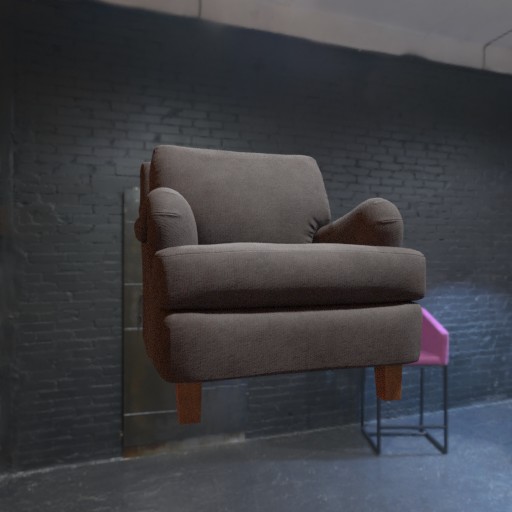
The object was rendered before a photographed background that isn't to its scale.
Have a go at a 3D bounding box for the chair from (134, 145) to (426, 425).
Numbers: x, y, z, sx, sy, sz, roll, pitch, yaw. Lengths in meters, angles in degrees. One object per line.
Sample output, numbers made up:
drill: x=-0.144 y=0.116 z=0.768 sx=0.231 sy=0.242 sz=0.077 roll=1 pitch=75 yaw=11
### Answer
chair: x=0.000 y=0.000 z=1.844 sx=0.955 sy=0.997 sz=1.070 roll=0 pitch=0 yaw=-18
